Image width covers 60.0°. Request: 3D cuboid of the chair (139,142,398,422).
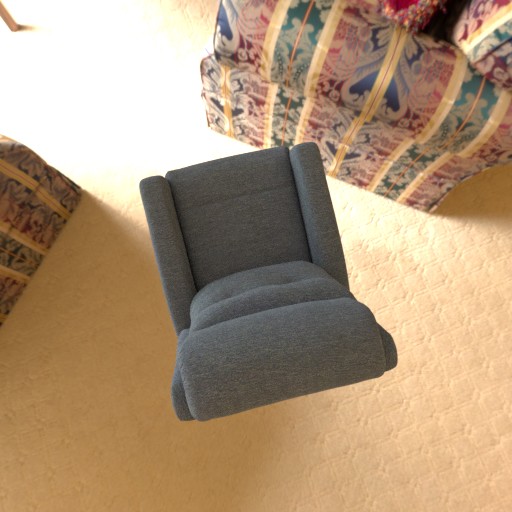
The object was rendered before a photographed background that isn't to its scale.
[{"bbox_3d":[0.000,0.000,1.752,0.798,1.013,1.043,-13,77,-3],"label":"chair"}]
